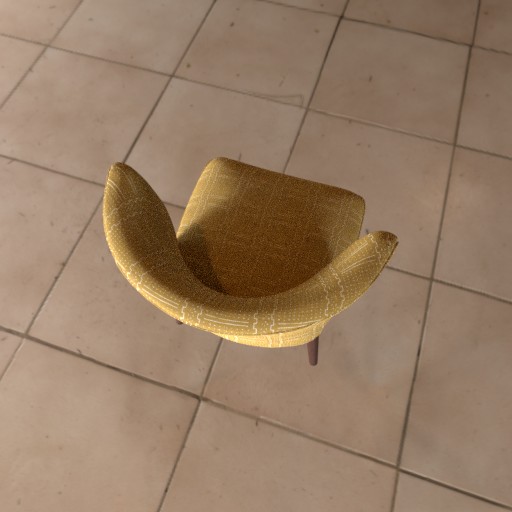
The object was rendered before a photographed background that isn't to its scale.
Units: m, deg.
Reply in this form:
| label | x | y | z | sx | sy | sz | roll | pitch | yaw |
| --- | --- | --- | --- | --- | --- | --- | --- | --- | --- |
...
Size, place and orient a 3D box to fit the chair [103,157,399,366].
| label | x | y | z | sx | sy | sz | roll | pitch | yaw |
| --- | --- | --- | --- | --- | --- | --- | --- | --- | --- |
| chair | 0.000 | 0.000 | 1.415 | 0.706 | 0.866 | 0.758 | 16 | 65 | 7 |
